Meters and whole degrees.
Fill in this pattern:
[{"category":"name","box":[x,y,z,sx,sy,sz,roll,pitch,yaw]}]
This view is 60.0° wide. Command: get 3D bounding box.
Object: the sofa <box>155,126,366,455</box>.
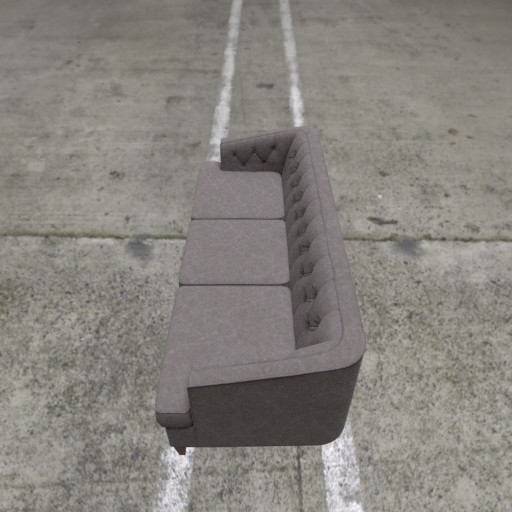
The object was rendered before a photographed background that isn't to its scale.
[{"category":"sofa","box":[0.000,0.000,2.807,0.917,0.806,2.247,0,41,0]}]
